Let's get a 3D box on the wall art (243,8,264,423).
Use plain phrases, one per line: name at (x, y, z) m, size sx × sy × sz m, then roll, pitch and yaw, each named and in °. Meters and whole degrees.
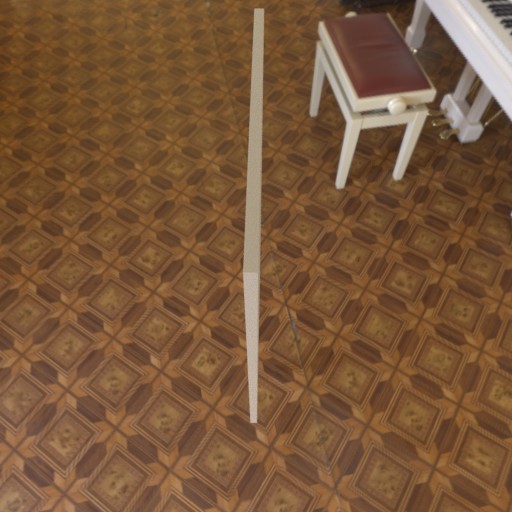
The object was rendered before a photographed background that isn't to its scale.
wall art at (0.000, 0.000, 0.586) m, size 0.010 × 0.474 × 0.325 m, roll 1°, pitch 58°, yaw 1°
